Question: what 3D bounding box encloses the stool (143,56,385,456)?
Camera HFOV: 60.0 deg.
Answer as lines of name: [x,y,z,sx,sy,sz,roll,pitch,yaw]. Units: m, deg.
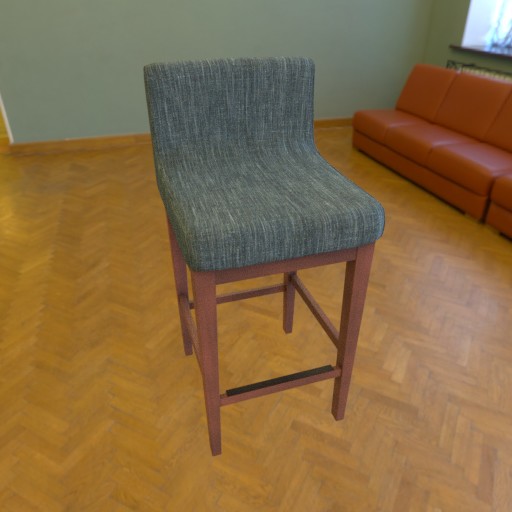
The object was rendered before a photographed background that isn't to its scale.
stool: [0.000,0.000,1.069,0.395,0.835,0.459,-10,32,-15]
